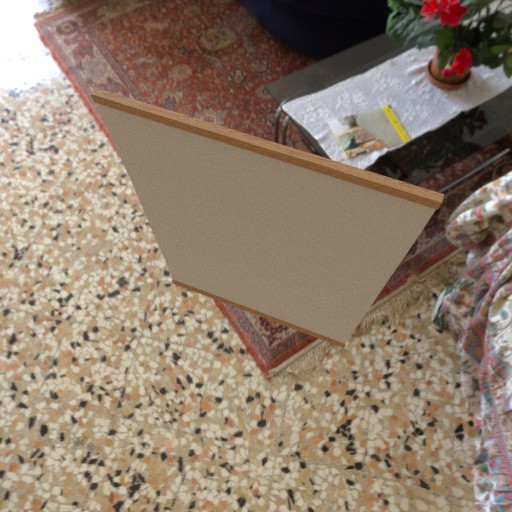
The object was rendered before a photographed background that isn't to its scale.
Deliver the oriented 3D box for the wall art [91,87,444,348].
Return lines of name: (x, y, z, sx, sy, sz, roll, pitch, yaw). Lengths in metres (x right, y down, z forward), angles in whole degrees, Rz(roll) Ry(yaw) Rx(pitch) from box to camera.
wall art: (0.000, 0.000, 1.328, 0.739, 1.016, 0.020, 19, 65, 9)
